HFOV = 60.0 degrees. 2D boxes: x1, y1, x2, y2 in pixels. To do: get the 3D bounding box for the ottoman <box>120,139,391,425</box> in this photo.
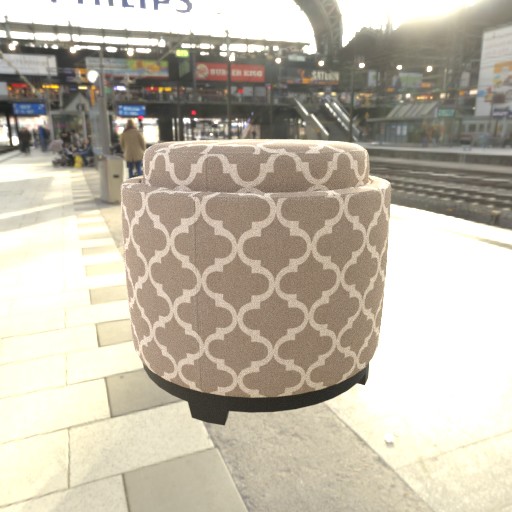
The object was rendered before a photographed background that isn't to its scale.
[{"bbox_3d":[0.000,0.000,0.844,0.480,0.429,0.480,0,16,0],"label":"ottoman"}]
